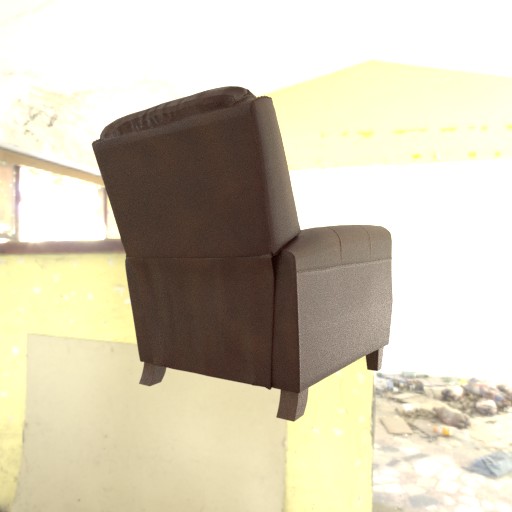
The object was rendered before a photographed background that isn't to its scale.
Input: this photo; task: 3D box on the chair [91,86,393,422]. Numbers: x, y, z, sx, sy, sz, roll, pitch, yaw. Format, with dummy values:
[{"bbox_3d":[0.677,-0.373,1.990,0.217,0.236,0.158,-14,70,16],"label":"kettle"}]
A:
[{"bbox_3d":[0.000,0.000,1.819,0.826,1.022,1.089,0,-1,36],"label":"chair"}]
